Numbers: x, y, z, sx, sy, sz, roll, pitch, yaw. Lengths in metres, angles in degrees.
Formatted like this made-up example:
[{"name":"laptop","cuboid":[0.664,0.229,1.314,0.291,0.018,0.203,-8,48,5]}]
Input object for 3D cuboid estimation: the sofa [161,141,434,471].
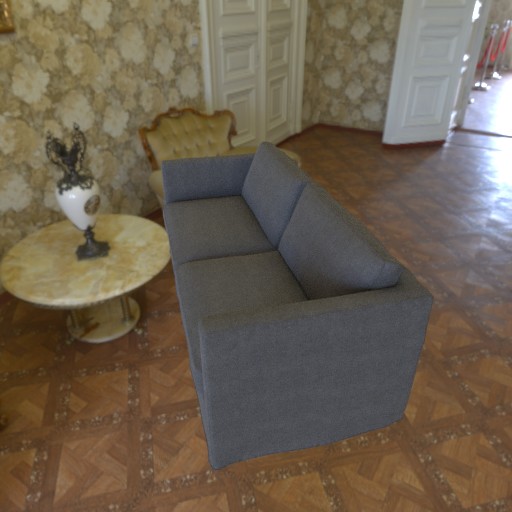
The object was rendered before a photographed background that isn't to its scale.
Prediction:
[{"name":"sofa","cuboid":[0.000,0.000,2.569,0.953,0.855,1.982,-8,31,-13]}]
